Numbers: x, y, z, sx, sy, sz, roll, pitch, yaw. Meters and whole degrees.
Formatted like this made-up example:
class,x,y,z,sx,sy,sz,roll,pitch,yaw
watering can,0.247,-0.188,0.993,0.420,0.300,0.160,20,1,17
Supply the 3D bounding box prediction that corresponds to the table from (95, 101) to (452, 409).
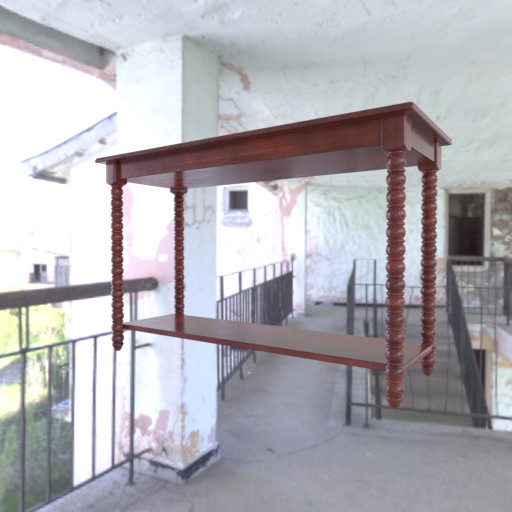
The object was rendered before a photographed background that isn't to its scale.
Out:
class,x,y,z,sx,sy,sz,roll,pitch,yaw
table,0.000,0.000,1.546,1.184,0.740,0.459,1,2,34
